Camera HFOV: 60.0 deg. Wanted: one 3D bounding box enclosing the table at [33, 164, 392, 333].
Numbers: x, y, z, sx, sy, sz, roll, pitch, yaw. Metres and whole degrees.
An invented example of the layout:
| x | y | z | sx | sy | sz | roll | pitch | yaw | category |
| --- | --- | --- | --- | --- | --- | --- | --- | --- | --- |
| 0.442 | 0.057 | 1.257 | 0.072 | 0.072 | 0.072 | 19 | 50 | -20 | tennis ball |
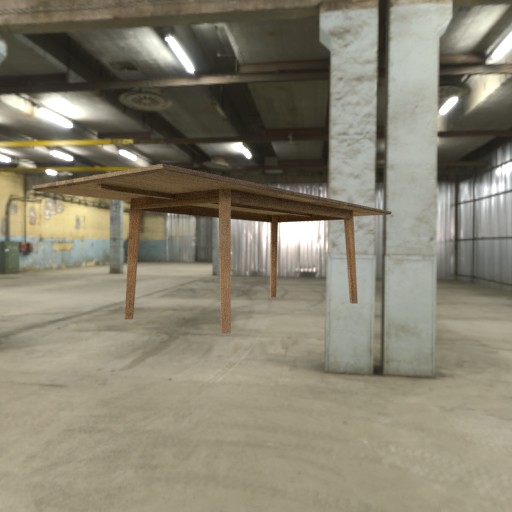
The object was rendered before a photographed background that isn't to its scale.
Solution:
| x | y | z | sx | sy | sz | roll | pitch | yaw | category |
| --- | --- | --- | --- | --- | --- | --- | --- | --- | --- |
| 0.000 | 0.000 | 3.084 | 1.000 | 0.752 | 2.603 | 0 | 1 | 36 | table |
